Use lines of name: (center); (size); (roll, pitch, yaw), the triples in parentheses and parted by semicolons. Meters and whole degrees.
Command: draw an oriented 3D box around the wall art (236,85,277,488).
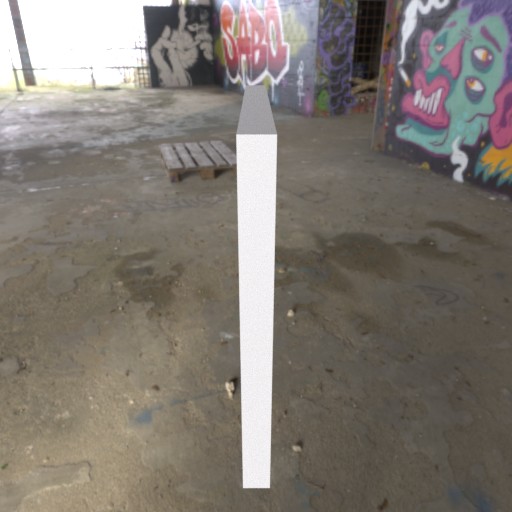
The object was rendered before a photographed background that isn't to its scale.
wall art: (0.000, 0.000, 0.534); (0.027, 0.355, 0.355); (0, 26, 0)
